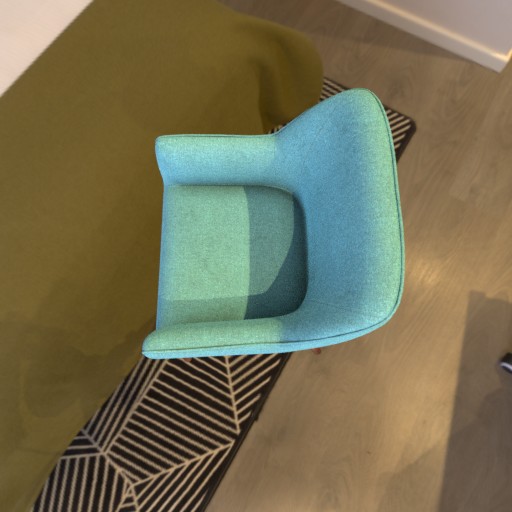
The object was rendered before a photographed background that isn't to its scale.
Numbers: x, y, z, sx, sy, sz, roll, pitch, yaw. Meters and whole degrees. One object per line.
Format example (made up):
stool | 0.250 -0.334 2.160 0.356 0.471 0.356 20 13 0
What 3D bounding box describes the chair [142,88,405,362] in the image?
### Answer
chair | 0.000 0.000 1.174 0.519 0.803 0.543 0 73 0
